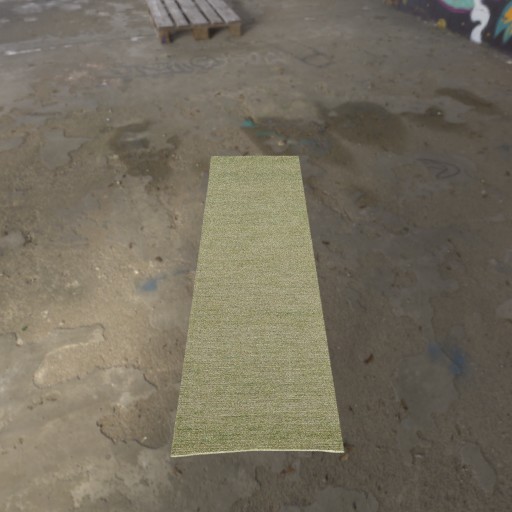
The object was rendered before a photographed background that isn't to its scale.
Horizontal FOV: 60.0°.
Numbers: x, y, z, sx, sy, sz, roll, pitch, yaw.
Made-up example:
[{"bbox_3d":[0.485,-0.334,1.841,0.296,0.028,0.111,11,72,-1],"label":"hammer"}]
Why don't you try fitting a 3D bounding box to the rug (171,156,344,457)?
[{"bbox_3d":[0.000,0.000,2.607,0.686,0.013,2.340,0,42,0],"label":"rug"}]
